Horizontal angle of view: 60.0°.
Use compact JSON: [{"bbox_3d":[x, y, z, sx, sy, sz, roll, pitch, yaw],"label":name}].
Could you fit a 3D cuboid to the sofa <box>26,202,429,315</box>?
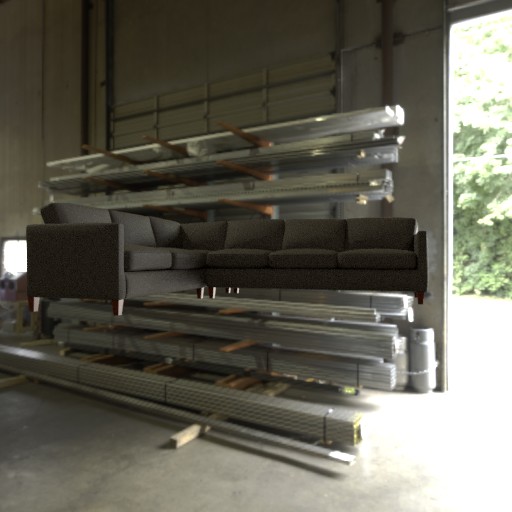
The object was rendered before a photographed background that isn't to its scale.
[{"bbox_3d":[0.000,0.000,4.434,3.302,0.947,2.593,0,0,17],"label":"sofa"}]
